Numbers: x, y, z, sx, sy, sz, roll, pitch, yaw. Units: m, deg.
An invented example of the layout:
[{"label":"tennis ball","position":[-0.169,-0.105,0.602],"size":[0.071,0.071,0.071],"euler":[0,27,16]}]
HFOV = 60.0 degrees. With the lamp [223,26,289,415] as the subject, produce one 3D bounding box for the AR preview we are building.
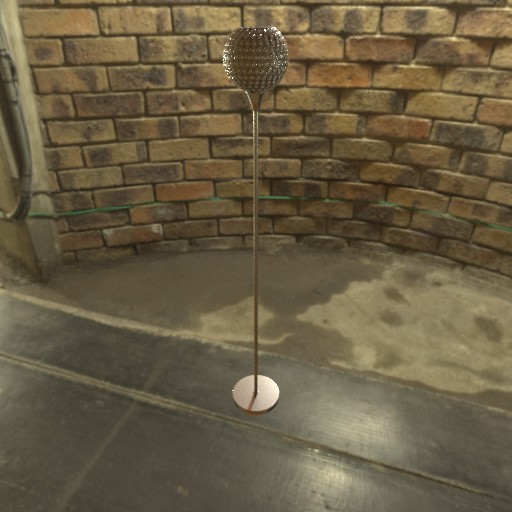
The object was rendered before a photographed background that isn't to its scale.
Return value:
[{"label":"lamp","position":[0.000,0.000,1.966],"size":[0.254,1.805,0.254],"euler":[0,31,0]}]
